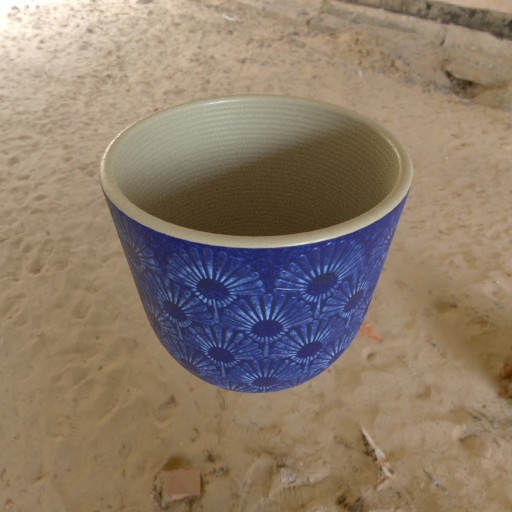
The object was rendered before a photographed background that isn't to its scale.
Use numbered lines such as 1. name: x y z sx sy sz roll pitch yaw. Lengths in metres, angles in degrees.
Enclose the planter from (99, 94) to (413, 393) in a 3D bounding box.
1. planter: 0.000 0.000 0.361 0.206 0.190 0.206 0 40 0
